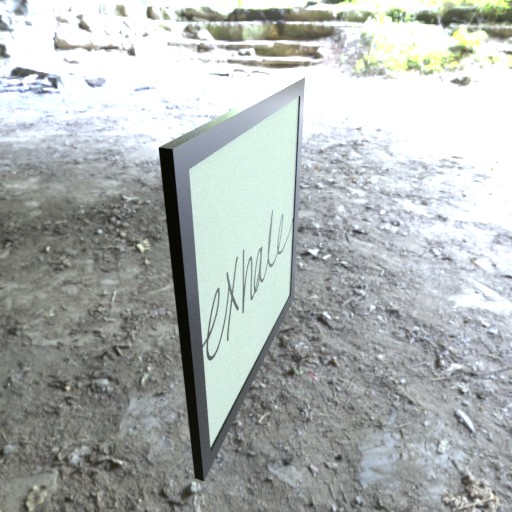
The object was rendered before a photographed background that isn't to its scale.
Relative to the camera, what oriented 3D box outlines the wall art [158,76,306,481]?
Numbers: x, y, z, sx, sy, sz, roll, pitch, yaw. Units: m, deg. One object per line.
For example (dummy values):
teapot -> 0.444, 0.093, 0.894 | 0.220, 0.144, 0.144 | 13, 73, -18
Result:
wall art -> 0.000, 0.000, 0.659 | 0.014, 0.445, 0.446 | 10, 31, 17
